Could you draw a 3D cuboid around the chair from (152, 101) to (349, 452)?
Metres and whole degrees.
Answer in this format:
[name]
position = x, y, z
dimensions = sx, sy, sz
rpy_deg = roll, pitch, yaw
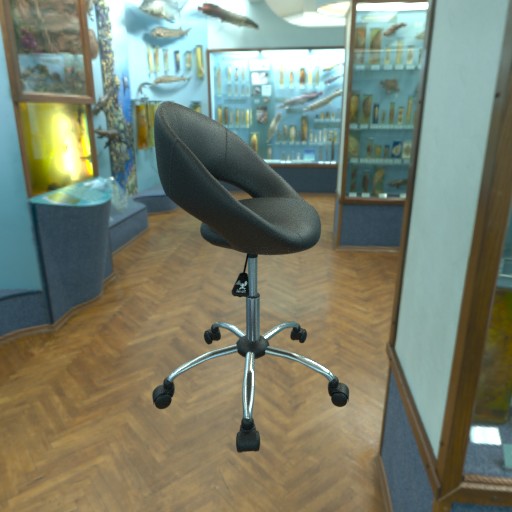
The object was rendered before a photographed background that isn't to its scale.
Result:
[chair]
position = 0.000, 0.000, 1.198
dimensions = 0.538, 0.791, 0.612
rpy_deg = 3, 18, 8
